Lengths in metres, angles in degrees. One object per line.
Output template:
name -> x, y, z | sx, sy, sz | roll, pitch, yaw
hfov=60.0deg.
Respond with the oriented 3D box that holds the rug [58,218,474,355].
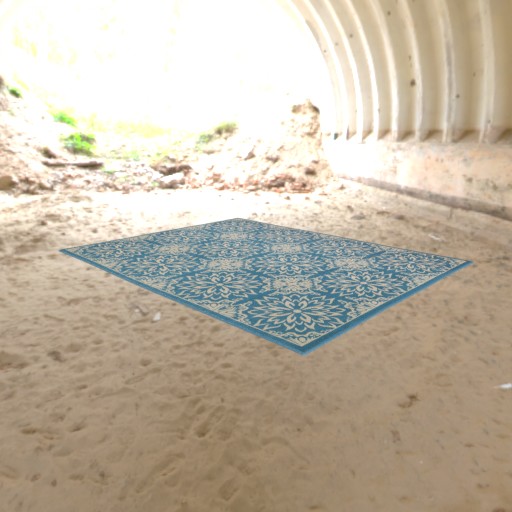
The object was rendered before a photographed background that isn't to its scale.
rug -> 0.000, 0.000, 4.019 | 2.964, 0.018, 2.350 | 15, 21, 42
